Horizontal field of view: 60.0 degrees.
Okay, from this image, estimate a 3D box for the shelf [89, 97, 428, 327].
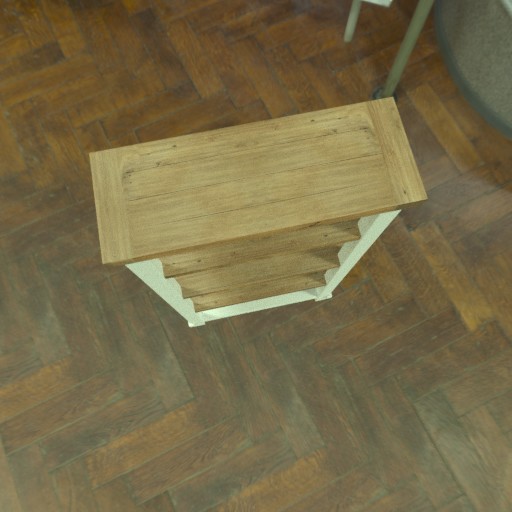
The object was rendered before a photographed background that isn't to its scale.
[{"bbox_3d":[0.000,0.000,2.310,1.022,1.878,0.381,-11,75,-3],"label":"shelf"}]
